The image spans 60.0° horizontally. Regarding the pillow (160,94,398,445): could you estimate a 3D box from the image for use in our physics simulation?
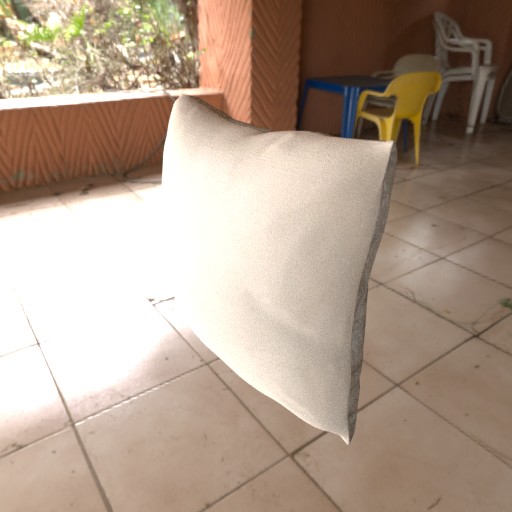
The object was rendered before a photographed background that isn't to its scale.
[{"bbox_3d":[0.000,0.000,0.710,0.245,0.448,0.450,-19,33,-32],"label":"pillow"}]
